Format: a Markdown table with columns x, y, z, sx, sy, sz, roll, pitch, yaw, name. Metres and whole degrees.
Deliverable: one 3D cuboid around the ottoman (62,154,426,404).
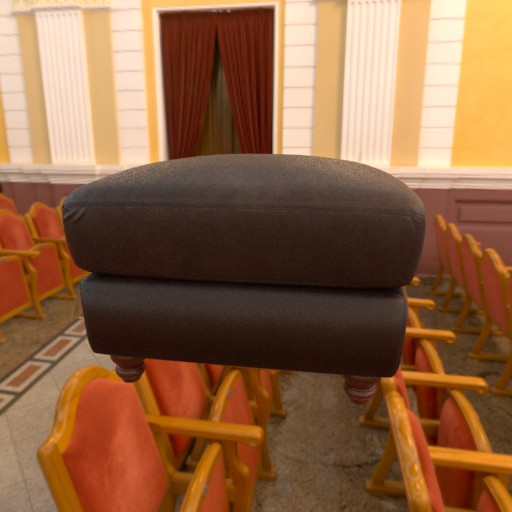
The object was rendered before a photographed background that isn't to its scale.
| x | y | z | sx | sy | sz | roll | pitch | yaw | name |
| --- | --- | --- | --- | --- | --- | --- | --- | --- | --- |
| 0.000 | 0.000 | 1.276 | 0.806 | 0.569 | 0.670 | 2 | 15 | 9 | ottoman |
